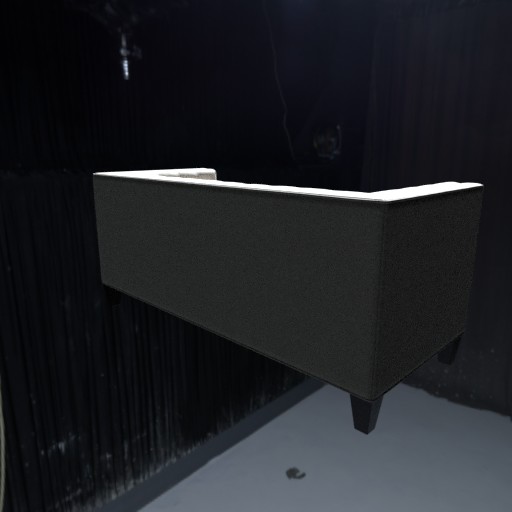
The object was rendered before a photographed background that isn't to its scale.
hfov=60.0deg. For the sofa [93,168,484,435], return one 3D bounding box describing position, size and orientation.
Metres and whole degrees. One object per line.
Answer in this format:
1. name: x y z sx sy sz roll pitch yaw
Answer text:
1. sofa: 0.000 0.000 2.173 1.778 0.762 0.775 13 19 43
